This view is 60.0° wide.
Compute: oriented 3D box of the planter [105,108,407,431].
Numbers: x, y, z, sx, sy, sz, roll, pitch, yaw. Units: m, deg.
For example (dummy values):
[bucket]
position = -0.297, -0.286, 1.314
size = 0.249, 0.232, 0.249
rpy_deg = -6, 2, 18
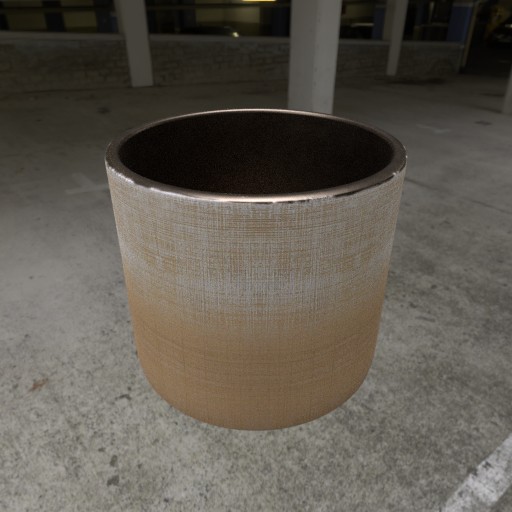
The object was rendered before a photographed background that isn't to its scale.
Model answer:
[planter]
position = 0.000, 0.000, 0.381
size = 0.221, 0.201, 0.221
rpy_deg = 0, 31, 0
